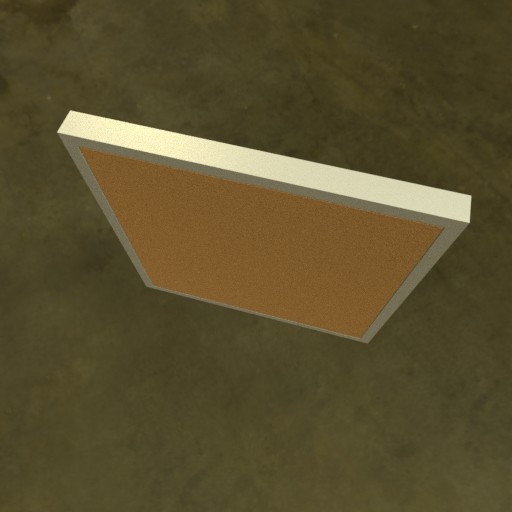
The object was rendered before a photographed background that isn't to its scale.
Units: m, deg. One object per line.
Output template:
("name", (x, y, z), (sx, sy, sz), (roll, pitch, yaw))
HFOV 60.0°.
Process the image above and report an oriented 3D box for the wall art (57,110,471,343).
("wall art", (0.000, 0.000, 0.760), (0.506, 0.506, 0.038), (14, 64, 7))
